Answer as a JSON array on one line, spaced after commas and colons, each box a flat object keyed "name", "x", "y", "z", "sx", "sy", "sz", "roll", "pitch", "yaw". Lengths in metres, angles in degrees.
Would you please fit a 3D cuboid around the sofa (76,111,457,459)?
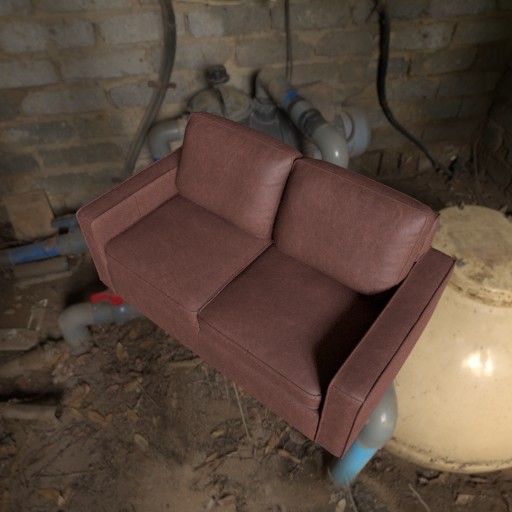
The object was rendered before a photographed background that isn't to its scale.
[{"name": "sofa", "x": 0.000, "y": 0.000, "z": 2.282, "sx": 1.709, "sy": 0.918, "sz": 0.947, "roll": 30, "pitch": 53, "yaw": 25}]
